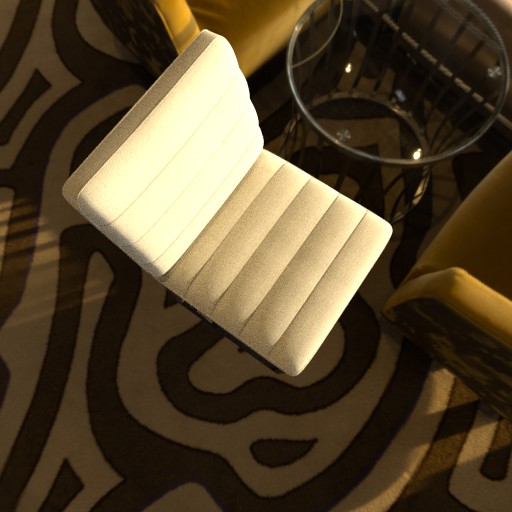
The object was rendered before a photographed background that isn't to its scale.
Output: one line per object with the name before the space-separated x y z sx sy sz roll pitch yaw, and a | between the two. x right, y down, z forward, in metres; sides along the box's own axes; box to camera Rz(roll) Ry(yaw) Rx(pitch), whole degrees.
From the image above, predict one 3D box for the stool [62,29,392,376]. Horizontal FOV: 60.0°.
stool | 0.000 0.000 1.289 0.560 1.040 0.460 34 77 9
